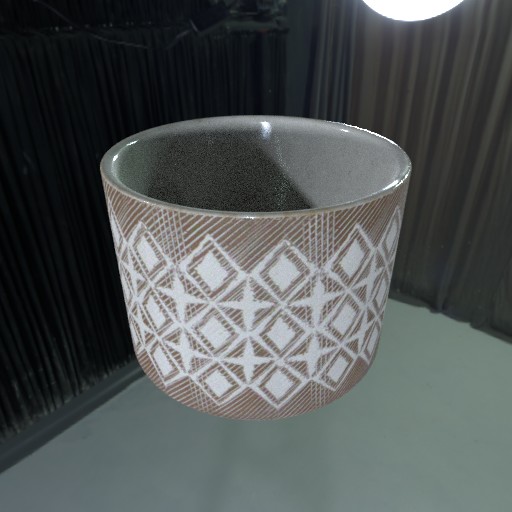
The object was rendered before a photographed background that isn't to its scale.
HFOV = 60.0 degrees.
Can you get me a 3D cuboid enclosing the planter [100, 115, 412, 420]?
[{"bbox_3d":[0.000,0.000,0.214,0.126,0.104,0.126,0,31,0],"label":"planter"}]
